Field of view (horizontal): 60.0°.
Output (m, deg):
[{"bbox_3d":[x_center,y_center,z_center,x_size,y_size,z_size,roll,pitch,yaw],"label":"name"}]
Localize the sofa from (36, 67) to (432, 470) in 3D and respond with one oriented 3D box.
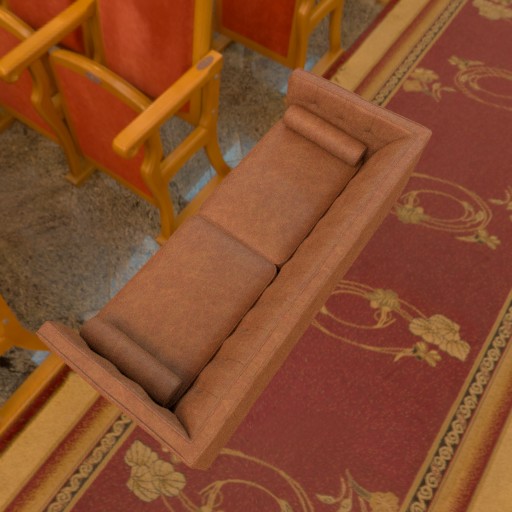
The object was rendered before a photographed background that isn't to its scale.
[{"bbox_3d":[0.000,0.000,2.502,0.912,0.798,2.079,33,68,16],"label":"sofa"}]
